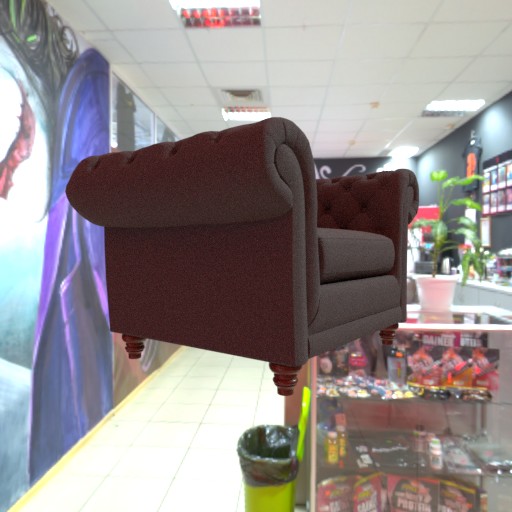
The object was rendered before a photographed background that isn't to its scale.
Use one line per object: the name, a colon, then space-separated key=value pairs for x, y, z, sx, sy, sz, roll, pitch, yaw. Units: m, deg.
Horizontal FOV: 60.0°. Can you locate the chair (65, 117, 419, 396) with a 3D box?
chair: x=0.000 y=0.000 z=1.843 sx=0.976 sy=0.770 sz=1.270 roll=1 pitch=2 yaw=37
